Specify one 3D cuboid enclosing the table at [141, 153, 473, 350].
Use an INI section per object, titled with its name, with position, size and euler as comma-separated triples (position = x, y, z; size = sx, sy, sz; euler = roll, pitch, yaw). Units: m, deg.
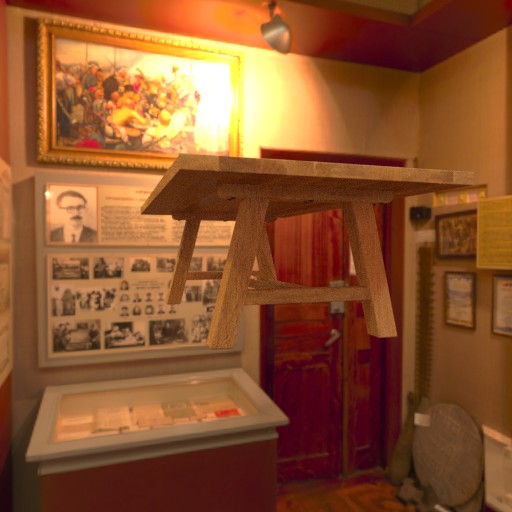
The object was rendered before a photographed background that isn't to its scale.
[table]
position = 0.000, 0.000, 1.665
size = 0.760, 0.455, 1.320
euler = 0, 1, -18
